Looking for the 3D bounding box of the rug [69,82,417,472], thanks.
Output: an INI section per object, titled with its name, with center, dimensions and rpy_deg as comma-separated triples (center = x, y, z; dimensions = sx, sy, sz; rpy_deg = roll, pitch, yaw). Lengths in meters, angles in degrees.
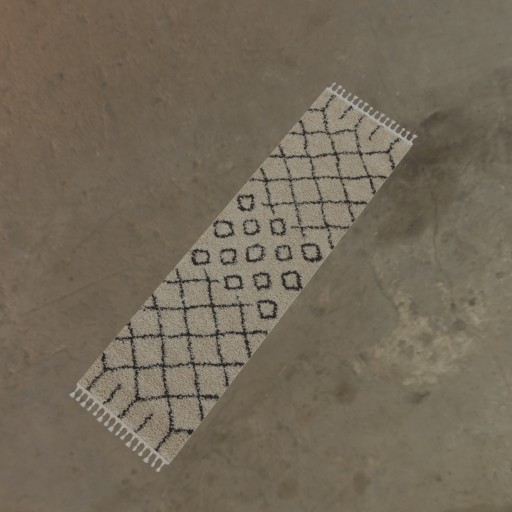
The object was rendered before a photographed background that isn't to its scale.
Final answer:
[rug]
center = 0.000, 0.000, 2.584
dimensions = 0.660, 0.005, 2.464
rpy_deg = 37, 79, 9
